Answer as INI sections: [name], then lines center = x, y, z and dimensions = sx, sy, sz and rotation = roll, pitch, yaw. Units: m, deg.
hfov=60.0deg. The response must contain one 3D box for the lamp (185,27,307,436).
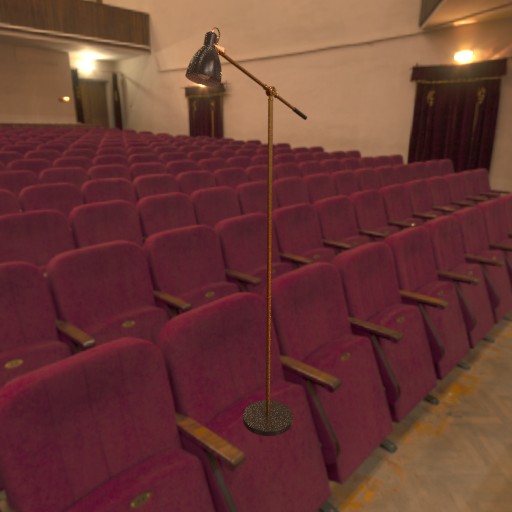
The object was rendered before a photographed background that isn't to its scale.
[lamp]
center = 0.000, 0.000, 1.801
dimensions = 0.235, 1.628, 0.618
rotation = 14, 21, 41
